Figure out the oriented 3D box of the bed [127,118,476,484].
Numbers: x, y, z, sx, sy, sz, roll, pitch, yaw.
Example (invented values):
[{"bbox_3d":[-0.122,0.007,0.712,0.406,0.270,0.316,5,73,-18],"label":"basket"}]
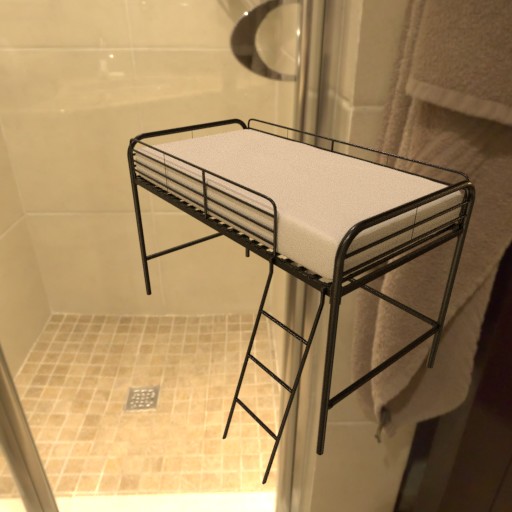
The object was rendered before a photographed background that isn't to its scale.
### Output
[{"bbox_3d":[0.000,0.000,2.864,1.393,1.289,1.968,-21,35,-34],"label":"bed"}]
